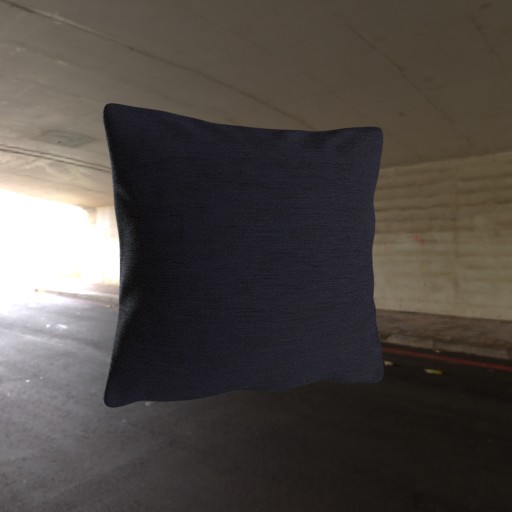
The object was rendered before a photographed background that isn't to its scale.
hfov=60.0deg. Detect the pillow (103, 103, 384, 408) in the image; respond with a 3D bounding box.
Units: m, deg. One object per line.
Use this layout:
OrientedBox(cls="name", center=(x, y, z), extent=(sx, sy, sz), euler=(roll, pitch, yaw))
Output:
OrientedBox(cls="pillow", center=(0.000, 0.000, 0.660), extent=(0.432, 0.414, 0.246), euler=(0, 1, -17))
